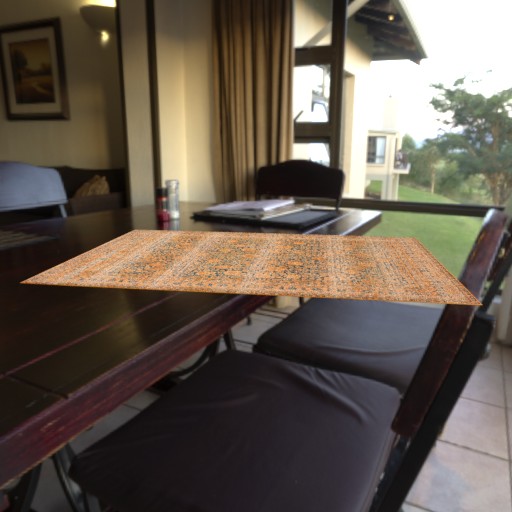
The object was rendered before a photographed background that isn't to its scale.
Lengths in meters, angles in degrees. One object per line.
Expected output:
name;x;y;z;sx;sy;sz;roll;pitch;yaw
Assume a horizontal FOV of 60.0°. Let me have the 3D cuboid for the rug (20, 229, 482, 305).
rug;0.000;0.000;2.945;2.336;0.007;1.525;2;14;8
